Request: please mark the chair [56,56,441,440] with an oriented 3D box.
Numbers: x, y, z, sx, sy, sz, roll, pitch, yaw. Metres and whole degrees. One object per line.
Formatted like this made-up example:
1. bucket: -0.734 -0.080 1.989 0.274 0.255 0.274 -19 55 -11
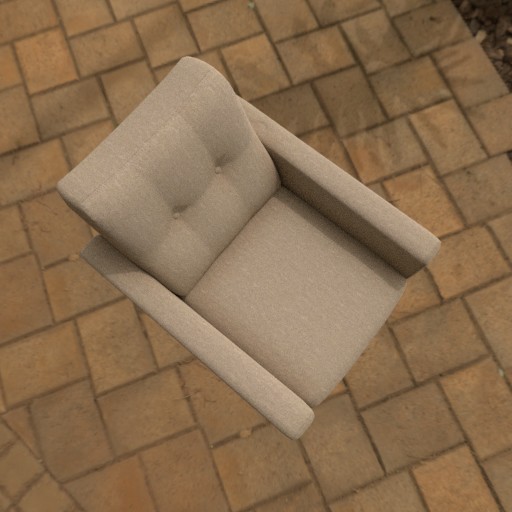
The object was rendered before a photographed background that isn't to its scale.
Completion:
1. chair: 0.000 0.000 1.786 1.128 0.965 0.897 38 79 9
